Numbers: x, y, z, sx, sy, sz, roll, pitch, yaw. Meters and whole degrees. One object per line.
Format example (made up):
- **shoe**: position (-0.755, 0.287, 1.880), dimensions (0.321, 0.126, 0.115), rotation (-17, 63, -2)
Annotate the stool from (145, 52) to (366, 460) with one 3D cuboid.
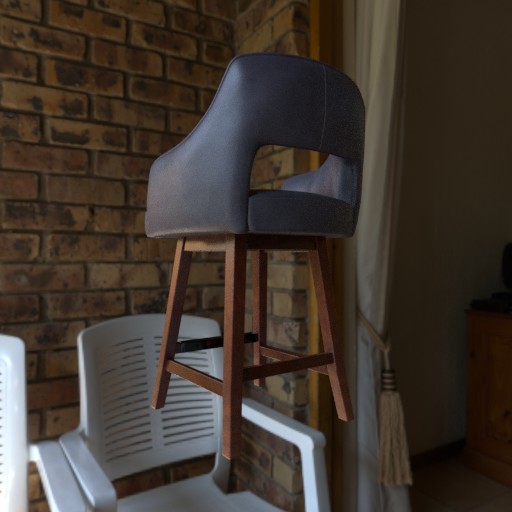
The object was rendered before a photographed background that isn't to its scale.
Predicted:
- **stool**: position (0.000, 0.000, 1.283), dimensions (0.550, 0.936, 0.560), rotation (0, 0, -37)
